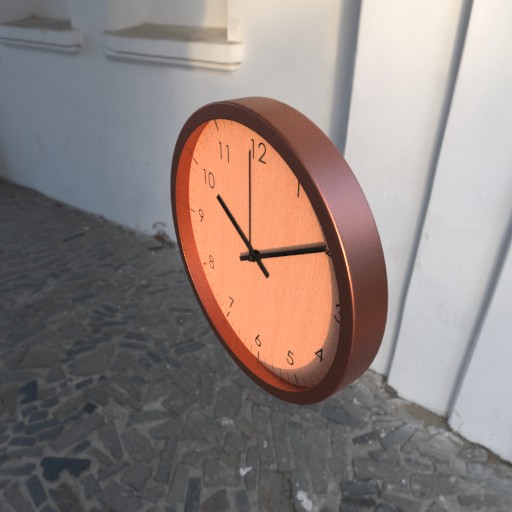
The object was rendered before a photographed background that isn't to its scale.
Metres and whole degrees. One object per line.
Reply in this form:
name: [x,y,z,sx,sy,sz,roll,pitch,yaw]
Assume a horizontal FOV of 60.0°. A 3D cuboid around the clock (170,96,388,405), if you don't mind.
clock: [0.000,0.000,0.465,0.040,0.313,0.313,-20,37,-30]
